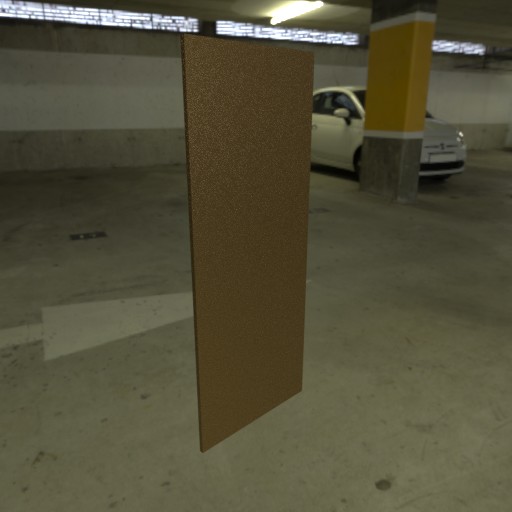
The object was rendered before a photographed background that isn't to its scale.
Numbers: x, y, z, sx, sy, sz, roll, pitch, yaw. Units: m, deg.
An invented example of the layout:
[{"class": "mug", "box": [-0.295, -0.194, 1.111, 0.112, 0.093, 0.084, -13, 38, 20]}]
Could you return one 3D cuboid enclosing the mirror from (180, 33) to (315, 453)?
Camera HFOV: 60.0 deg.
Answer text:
[{"class": "mirror", "box": [0.000, 0.000, 2.337, 0.812, 2.031, 0.025, -16, 24, -41]}]
